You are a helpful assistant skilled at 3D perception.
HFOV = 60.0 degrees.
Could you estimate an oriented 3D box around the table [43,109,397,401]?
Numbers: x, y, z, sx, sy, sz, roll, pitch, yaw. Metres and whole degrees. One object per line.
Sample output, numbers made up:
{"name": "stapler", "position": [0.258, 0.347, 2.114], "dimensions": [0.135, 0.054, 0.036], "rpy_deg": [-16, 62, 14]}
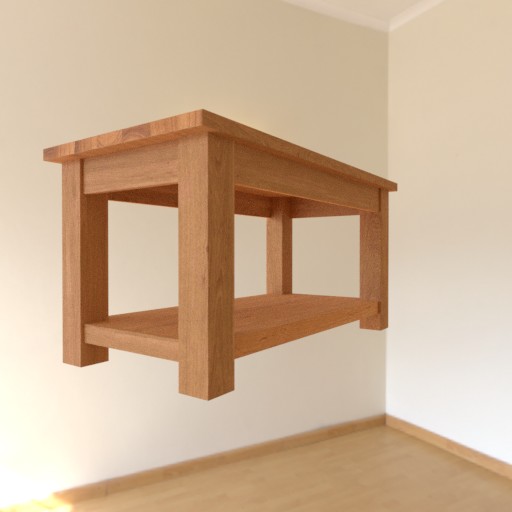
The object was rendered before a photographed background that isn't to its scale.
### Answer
{"name": "table", "position": [0.000, 0.000, 1.162], "dimensions": [0.450, 0.452, 0.899], "rpy_deg": [0, 1, 36]}
